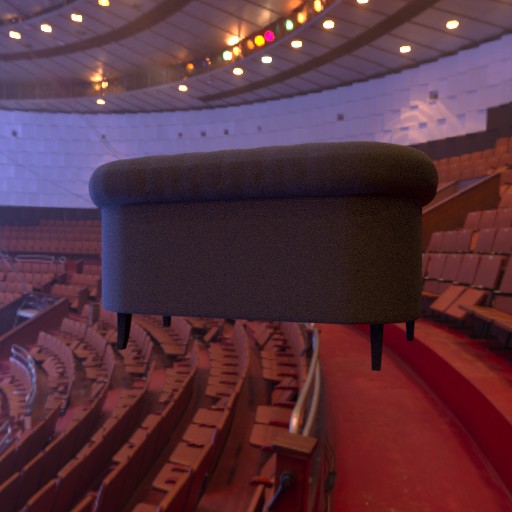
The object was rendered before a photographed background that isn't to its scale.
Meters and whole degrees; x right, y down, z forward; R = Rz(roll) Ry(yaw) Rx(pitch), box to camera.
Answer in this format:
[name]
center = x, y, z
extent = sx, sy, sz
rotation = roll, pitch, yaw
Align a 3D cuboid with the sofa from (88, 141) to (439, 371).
[sofa]
center = 0.000, 0.000, 2.029
extent = 1.558, 0.827, 0.835
rotation = 0, 0, 19
